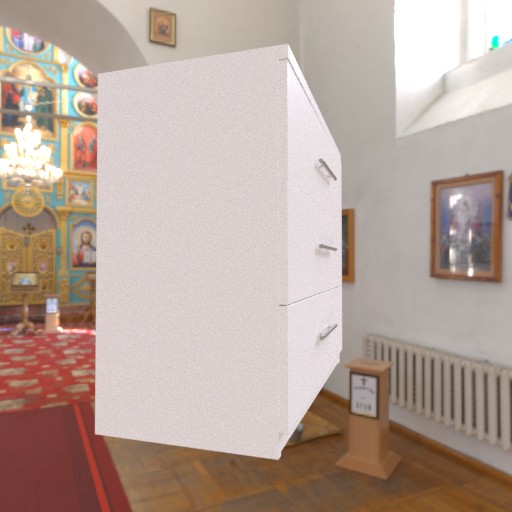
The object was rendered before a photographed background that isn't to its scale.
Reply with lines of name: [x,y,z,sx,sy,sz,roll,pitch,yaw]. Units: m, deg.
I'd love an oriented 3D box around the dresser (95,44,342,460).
dresser: [0.000,0.000,1.238,0.420,0.740,0.830,0,-1,18]
